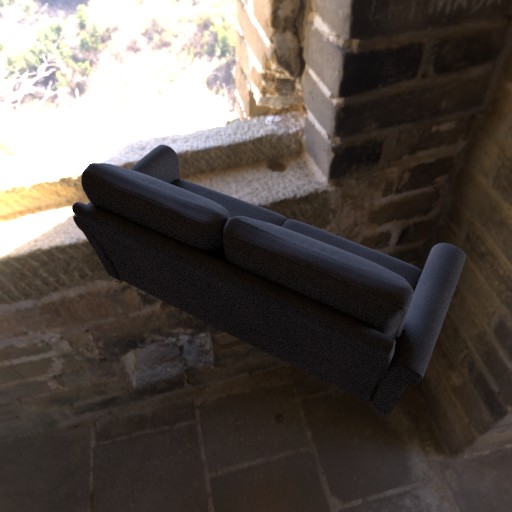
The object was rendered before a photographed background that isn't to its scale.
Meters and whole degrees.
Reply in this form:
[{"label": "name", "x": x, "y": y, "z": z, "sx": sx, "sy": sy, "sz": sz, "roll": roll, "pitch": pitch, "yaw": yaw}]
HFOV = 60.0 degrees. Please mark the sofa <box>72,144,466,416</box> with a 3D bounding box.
[{"label": "sofa", "x": 0.000, "y": 0.000, "z": 2.373, "sx": 1.935, "sy": 0.942, "sz": 0.842, "roll": 23, "pitch": 51, "yaw": 20}]
